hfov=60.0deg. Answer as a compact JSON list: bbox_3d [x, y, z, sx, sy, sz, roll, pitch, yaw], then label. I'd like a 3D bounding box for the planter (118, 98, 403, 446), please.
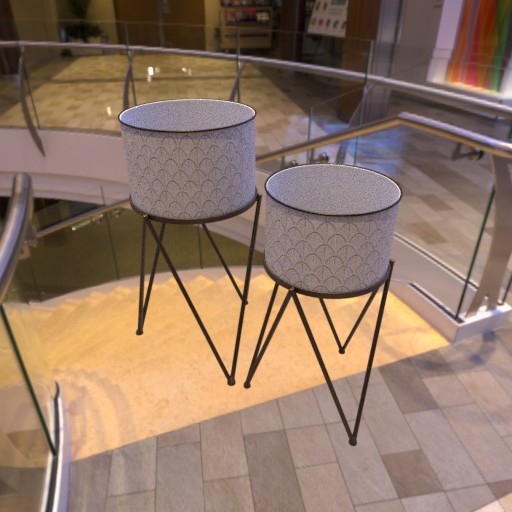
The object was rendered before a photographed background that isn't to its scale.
[{"bbox_3d":[0.000,0.000,1.186,0.769,0.712,0.413,20,36,29],"label":"planter"}]
